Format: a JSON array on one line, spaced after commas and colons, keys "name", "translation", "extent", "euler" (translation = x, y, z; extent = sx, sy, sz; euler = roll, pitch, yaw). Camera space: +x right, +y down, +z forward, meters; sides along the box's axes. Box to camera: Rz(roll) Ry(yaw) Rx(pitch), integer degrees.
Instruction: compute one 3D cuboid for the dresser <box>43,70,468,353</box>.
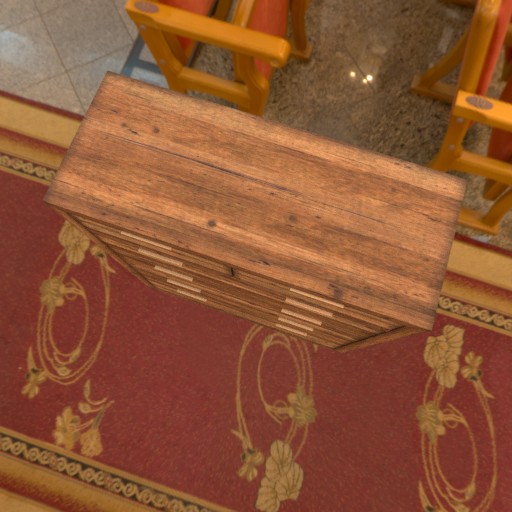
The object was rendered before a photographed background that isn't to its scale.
[{"name": "dresser", "translation": [0.000, 0.000, 1.852], "extent": [1.067, 1.359, 0.438], "euler": [18, 76, 5]}]
